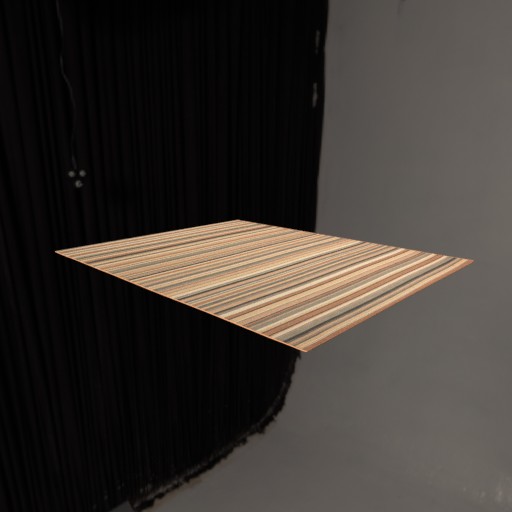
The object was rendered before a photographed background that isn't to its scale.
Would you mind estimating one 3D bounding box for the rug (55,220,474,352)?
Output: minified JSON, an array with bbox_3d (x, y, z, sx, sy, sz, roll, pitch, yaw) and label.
[{"bbox_3d":[0.000,0.000,4.099,3.045,0.011,2.436,14,20,42],"label":"rug"}]
